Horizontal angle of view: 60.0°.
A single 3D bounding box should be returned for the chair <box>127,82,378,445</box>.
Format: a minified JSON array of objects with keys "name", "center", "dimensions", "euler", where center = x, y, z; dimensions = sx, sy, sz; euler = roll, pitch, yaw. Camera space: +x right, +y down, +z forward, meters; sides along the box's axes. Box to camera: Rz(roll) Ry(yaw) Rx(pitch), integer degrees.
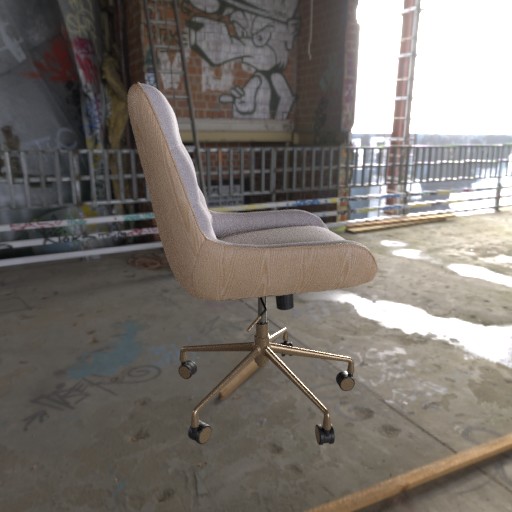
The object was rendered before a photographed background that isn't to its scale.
[{"name":"chair","center":[0.000,0.000,1.333],"dimensions":[0.668,0.952,0.564],"euler":[-2,16,-8]}]
